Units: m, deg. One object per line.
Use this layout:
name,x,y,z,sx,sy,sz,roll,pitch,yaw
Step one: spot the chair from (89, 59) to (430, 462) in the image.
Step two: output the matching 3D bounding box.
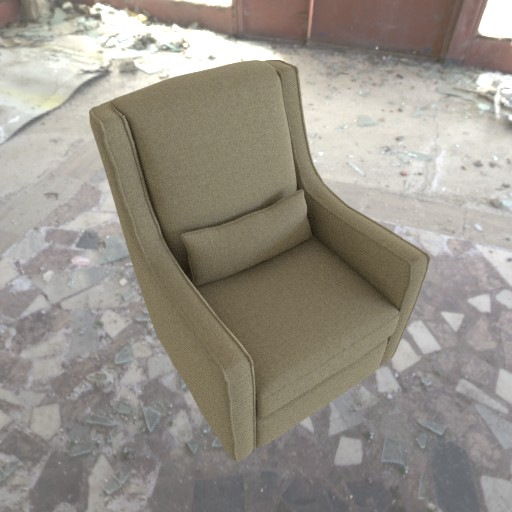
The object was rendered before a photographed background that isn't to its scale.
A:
chair,0.000,0.000,1.520,0.732,0.993,0.879,-25,51,-23
